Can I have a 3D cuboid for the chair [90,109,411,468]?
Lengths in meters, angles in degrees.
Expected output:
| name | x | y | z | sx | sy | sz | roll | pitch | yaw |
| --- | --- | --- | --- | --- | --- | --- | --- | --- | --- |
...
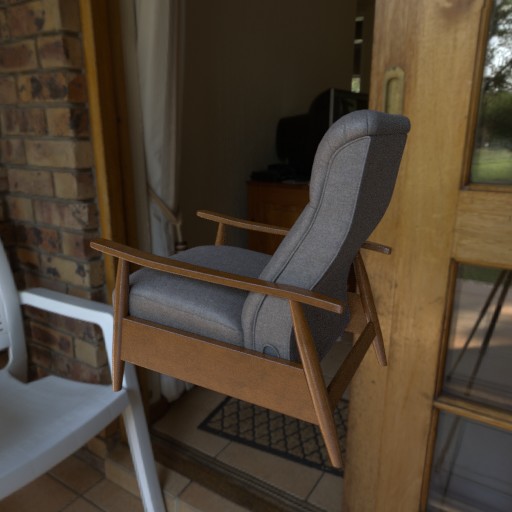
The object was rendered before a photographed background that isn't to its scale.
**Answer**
| name | x | y | z | sx | sy | sz | roll | pitch | yaw |
| --- | --- | --- | --- | --- | --- | --- | --- | --- | --- |
| chair | 0.000 | 0.000 | 1.773 | 1.014 | 1.081 | 0.762 | 8 | 18 | 26 |
